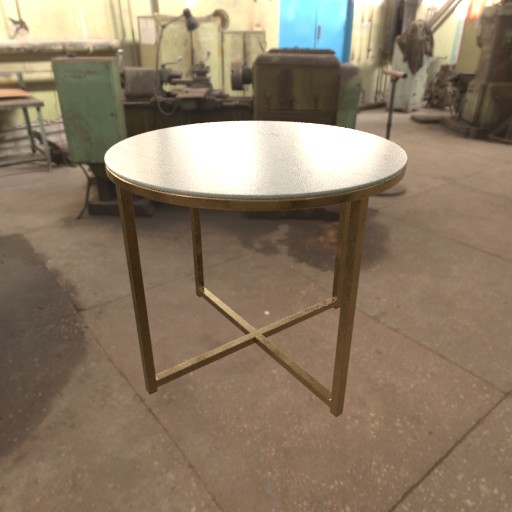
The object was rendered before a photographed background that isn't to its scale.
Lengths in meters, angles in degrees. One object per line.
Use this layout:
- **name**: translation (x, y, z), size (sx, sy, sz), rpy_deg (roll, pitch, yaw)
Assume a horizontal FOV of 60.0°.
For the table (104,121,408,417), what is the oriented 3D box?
- **table**: translation (0.000, 0.000, 0.858), size (0.500, 0.420, 0.500), rpy_deg (0, 27, 0)
